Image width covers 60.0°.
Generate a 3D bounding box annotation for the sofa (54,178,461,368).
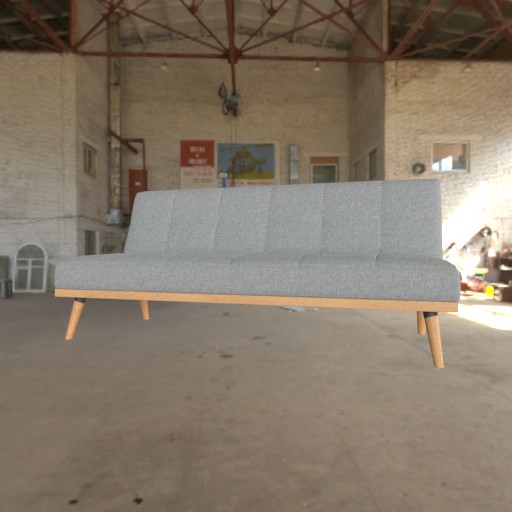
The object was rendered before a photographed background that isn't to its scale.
[{"bbox_3d":[0.000,0.000,2.246,1.820,0.800,0.800,0,1,18],"label":"sofa"}]
